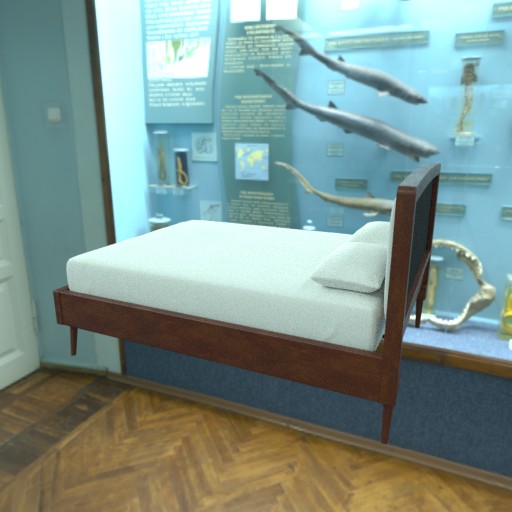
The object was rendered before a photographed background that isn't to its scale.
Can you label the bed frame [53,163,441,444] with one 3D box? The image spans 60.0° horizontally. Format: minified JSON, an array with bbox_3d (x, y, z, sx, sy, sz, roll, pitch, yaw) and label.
[{"bbox_3d":[0.000,0.000,3.082,2.171,1.279,1.587,7,17,24],"label":"bed frame"}]
